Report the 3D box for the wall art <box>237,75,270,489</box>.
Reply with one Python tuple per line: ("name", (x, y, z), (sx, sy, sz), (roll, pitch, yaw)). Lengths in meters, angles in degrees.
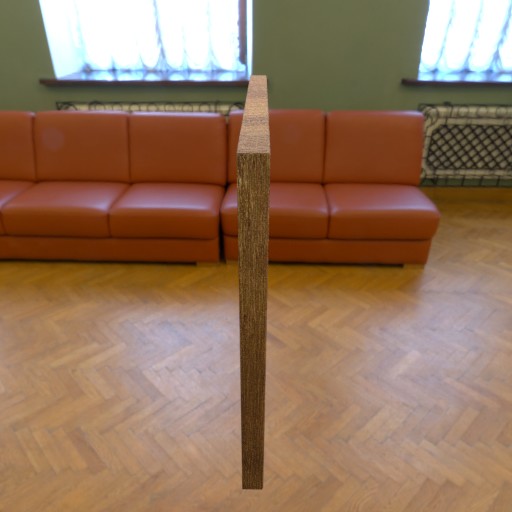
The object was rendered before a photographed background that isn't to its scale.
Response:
("wall art", (0.000, 0.000, 0.896), (0.042, 0.608, 0.611), (0, 30, 1))
